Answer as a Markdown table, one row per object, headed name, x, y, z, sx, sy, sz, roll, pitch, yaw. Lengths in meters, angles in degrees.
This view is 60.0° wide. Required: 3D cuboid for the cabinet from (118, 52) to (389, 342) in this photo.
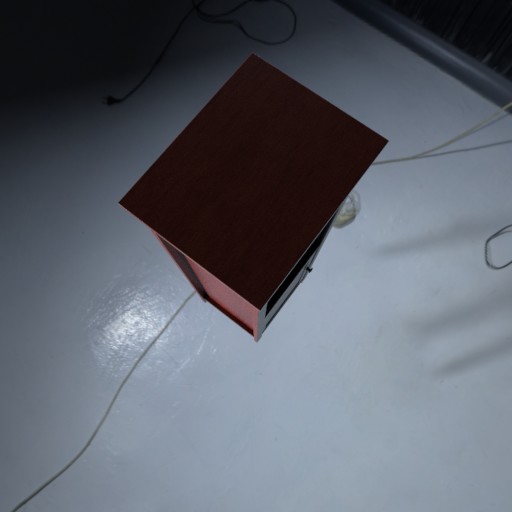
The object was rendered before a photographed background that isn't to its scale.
| name | x | y | z | sx | sy | sz | roll | pitch | yaw |
| --- | --- | --- | --- | --- | --- | --- | --- | --- | --- |
| cabinet | 0.000 | 0.000 | 1.746 | 0.401 | 1.518 | 0.500 | 36 | 78 | 9 |
